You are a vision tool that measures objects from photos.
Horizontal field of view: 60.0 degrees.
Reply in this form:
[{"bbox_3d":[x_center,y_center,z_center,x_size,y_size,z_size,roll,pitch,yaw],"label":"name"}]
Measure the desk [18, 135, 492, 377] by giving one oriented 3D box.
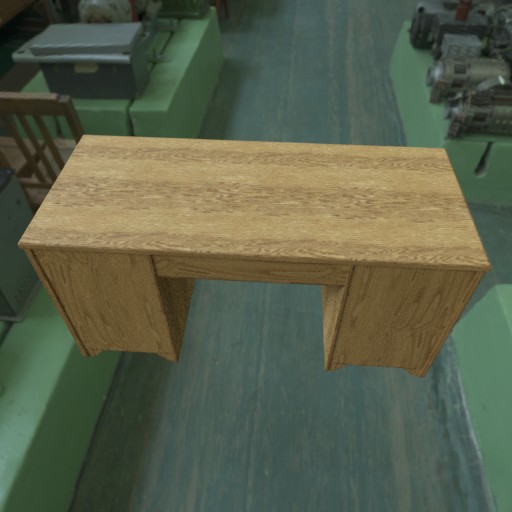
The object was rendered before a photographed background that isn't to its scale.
[{"bbox_3d":[0.000,0.000,1.965,1.567,0.751,0.685,3,47,3],"label":"desk"}]
